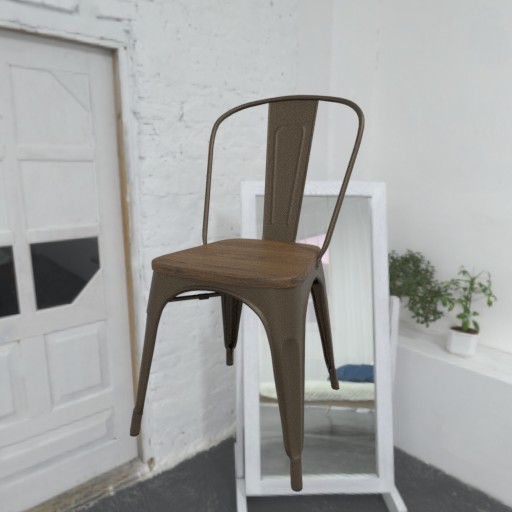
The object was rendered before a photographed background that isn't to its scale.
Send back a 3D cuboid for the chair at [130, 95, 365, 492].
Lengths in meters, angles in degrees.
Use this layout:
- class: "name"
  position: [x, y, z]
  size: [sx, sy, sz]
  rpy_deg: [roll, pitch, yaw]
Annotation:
- class: "chair"
  position: [0.000, 0.000, 1.143]
  size: [0.451, 0.844, 0.532]
  rpy_deg: [6, 14, 25]
